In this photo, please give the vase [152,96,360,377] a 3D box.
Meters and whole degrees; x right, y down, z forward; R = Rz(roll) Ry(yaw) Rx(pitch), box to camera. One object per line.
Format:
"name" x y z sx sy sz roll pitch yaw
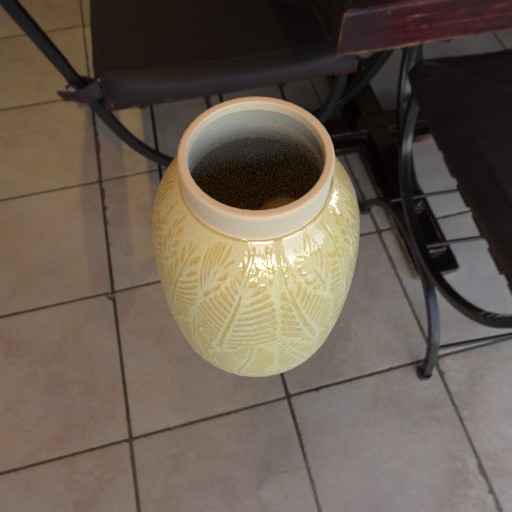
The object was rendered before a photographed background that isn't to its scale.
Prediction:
"vase" 0.000 0.000 0.388 0.172 0.270 0.172 0 62 0
